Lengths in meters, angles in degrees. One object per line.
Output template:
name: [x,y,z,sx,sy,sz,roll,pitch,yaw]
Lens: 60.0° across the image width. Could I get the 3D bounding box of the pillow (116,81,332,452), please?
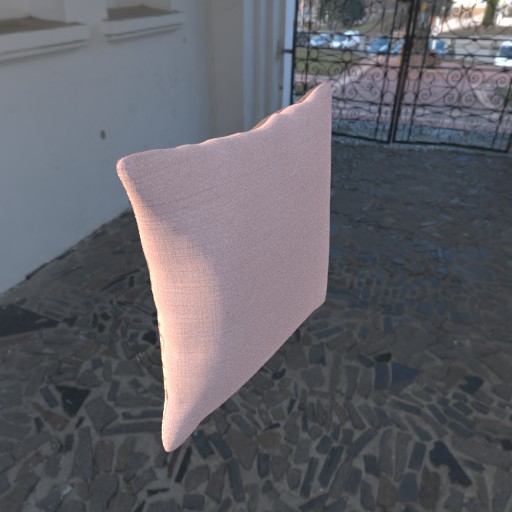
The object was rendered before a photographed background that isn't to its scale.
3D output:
pillow: [0.000,0.000,0.713,0.175,0.464,0.470,20,37,29]
